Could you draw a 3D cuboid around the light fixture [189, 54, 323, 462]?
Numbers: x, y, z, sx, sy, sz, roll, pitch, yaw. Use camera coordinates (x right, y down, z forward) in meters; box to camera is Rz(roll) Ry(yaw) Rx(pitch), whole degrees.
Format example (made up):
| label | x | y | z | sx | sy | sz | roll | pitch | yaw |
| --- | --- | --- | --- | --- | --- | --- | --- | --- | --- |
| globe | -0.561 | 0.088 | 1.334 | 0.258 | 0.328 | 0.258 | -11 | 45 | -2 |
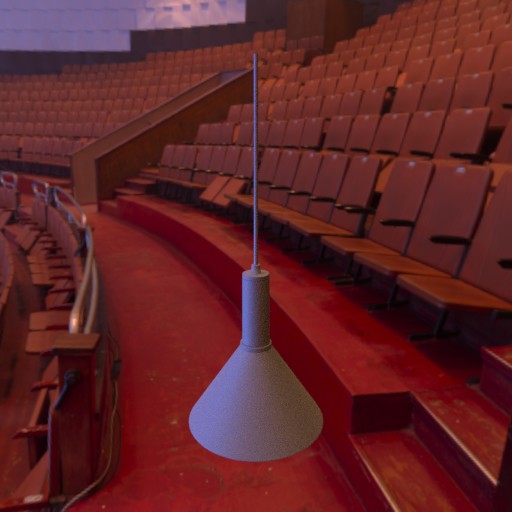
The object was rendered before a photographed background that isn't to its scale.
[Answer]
| label | x | y | z | sx | sy | sz | roll | pitch | yaw |
| --- | --- | --- | --- | --- | --- | --- | --- | --- | --- |
| light fixture | 0.000 | 0.000 | 0.810 | 0.267 | 0.683 | 0.267 | -2 | 14 | -10 |
